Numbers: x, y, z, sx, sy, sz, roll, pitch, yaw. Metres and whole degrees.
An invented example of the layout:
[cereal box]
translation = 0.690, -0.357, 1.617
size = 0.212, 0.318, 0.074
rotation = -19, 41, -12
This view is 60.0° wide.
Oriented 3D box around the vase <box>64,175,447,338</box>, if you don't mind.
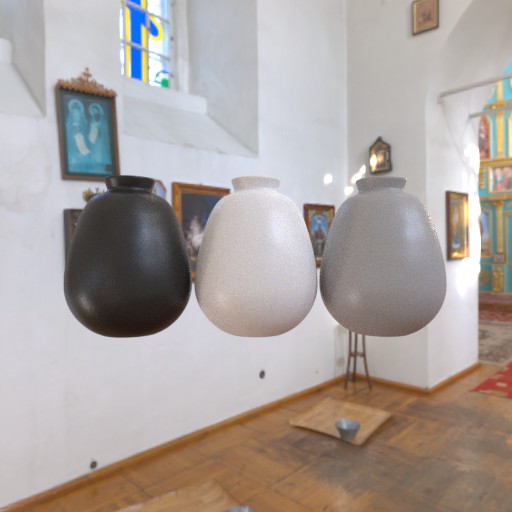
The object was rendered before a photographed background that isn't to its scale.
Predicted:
[vase]
translation = 0.000, 0.000, 0.354
size = 0.297, 0.122, 0.097
rotation = 0, 0, -1
